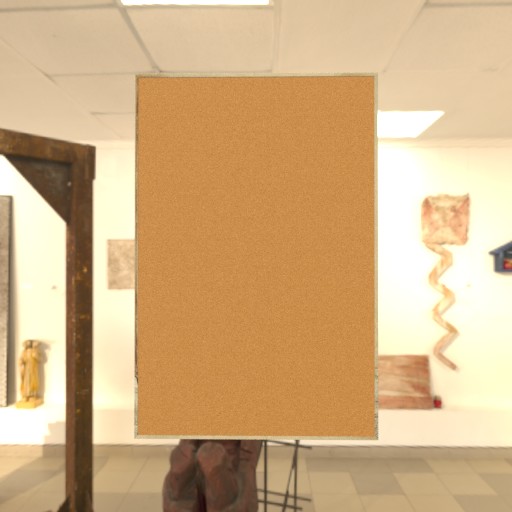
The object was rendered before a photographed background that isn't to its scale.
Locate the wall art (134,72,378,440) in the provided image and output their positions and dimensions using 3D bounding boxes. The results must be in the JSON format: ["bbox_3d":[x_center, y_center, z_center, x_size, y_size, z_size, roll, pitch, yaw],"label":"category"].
[{"bbox_3d":[0.000,0.000,0.752,0.403,0.607,0.036,0,0,1],"label":"wall art"}]
